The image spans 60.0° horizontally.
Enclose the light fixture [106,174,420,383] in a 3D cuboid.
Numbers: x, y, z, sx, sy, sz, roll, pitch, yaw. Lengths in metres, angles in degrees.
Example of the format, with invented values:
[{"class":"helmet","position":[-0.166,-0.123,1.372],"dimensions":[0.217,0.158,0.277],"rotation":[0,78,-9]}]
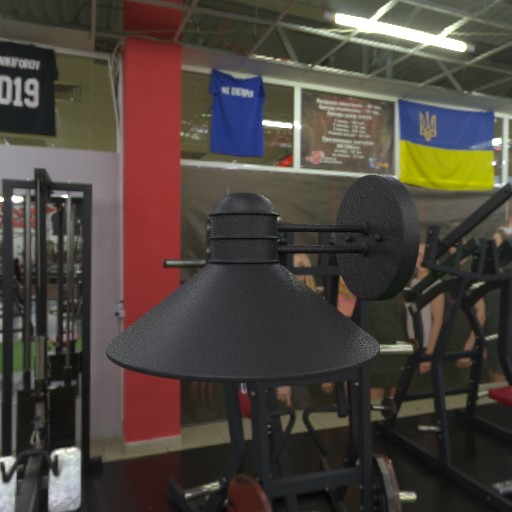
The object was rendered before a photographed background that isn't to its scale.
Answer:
[{"class":"light fixture","position":[0.000,0.000,0.674],"dimensions":[0.434,0.265,0.396],"rotation":[0,1,-18]}]
